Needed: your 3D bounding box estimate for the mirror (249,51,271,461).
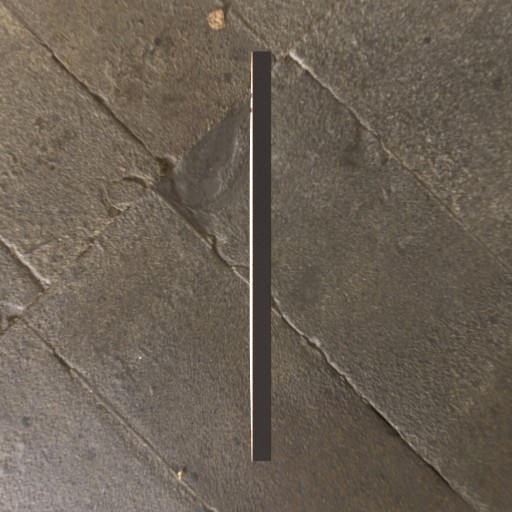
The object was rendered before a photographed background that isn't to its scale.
[{"bbox_3d":[0.000,0.000,1.331,0.040,1.016,0.762,0,90,-1],"label":"mirror"}]
